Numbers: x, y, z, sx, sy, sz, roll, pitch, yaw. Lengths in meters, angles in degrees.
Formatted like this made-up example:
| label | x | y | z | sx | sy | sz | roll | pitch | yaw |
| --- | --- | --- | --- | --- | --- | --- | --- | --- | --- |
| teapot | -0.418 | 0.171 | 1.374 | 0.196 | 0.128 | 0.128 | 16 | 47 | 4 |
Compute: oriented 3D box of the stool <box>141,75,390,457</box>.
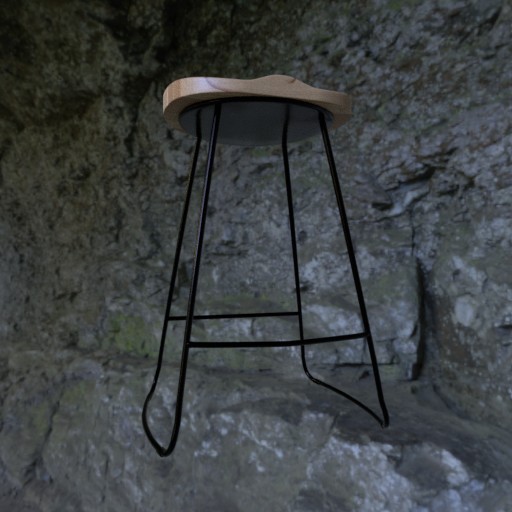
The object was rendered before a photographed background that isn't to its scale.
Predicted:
| label | x | y | z | sx | sy | sz | roll | pitch | yaw |
| --- | --- | --- | --- | --- | --- | --- | --- | --- | --- |
| stool | 0.000 | 0.000 | 0.962 | 0.480 | 0.679 | 0.401 | 0 | 0 | -17 |
